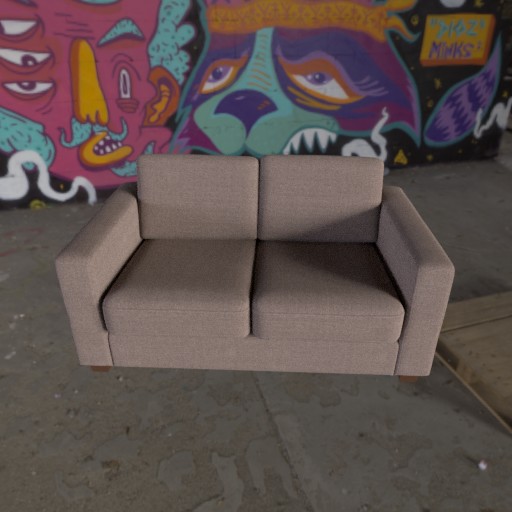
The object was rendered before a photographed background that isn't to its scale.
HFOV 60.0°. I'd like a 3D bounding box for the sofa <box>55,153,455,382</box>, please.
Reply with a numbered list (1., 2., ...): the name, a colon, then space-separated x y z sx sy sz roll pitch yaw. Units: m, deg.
1. sofa: 0.000 0.000 2.075 1.520 0.800 0.900 1 29 2
